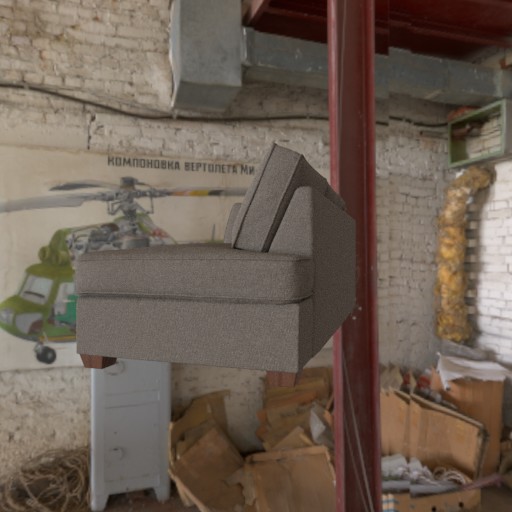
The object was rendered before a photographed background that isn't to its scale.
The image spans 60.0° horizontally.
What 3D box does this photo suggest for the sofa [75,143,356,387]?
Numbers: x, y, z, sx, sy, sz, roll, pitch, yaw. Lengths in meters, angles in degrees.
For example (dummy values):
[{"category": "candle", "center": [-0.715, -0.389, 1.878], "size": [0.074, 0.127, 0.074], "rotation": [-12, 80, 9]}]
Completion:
[{"category": "sofa", "center": [0.000, 0.000, 2.913], "size": [1.110, 1.033, 2.237], "rotation": [0, 0, 18]}]
